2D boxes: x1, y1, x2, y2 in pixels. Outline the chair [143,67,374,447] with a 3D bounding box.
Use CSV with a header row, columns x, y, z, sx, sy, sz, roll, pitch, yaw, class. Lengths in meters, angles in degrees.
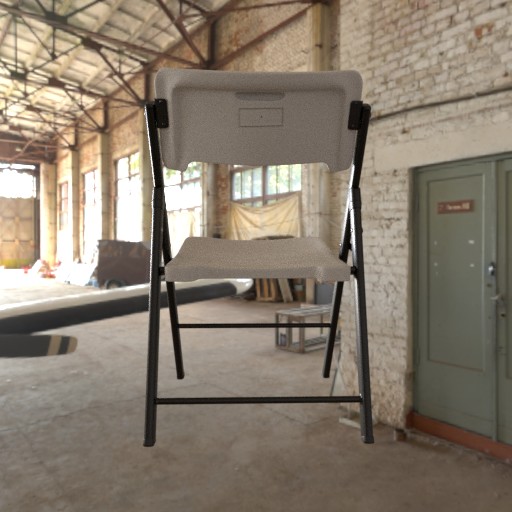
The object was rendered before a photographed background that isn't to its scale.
x,y,z,sx,sy,sz,roll,pitch,yaw,class
0.000,0.000,1.130,0.482,0.765,0.577,0,1,-2,chair
